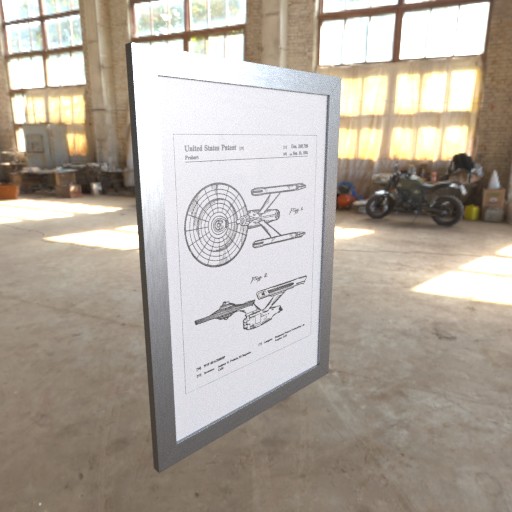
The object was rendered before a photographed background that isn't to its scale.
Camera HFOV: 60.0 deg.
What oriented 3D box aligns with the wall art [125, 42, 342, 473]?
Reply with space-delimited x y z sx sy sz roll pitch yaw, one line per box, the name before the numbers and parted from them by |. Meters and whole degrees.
wall art | 0.000 0.000 0.658 0.376 0.529 0.013 -14 20 -43
